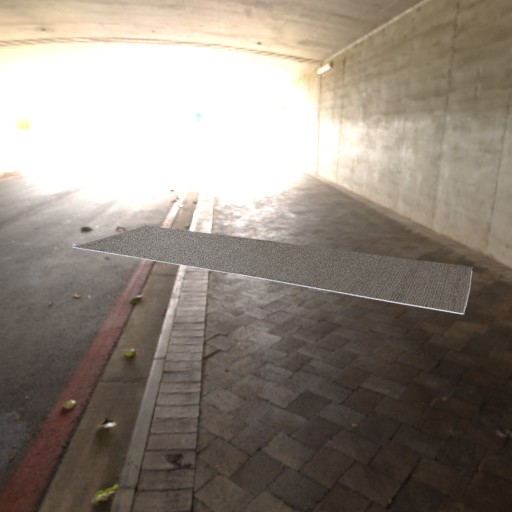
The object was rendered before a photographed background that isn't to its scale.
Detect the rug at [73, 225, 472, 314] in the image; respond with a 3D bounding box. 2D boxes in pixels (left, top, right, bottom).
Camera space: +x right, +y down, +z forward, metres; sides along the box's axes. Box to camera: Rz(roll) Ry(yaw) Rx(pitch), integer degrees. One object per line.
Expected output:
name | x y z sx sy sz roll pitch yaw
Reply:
rug | 0.000 0.000 2.724 2.390 0.014 0.741 8 18 27
